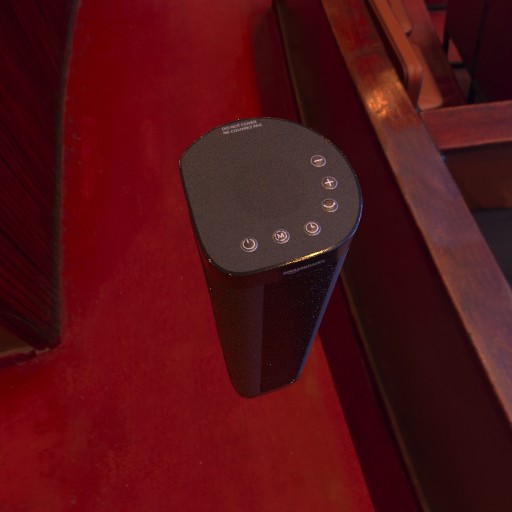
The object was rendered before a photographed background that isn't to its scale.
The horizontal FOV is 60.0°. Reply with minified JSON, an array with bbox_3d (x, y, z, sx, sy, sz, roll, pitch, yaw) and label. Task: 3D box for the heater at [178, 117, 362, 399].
[{"bbox_3d":[0.000,0.000,0.688,0.174,0.552,0.312,-15,63,-8],"label":"heater"}]
